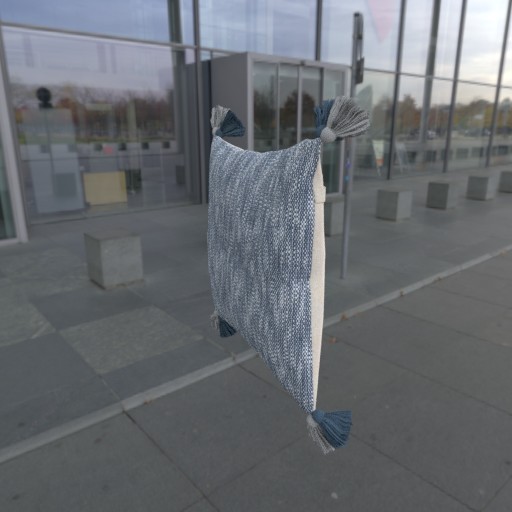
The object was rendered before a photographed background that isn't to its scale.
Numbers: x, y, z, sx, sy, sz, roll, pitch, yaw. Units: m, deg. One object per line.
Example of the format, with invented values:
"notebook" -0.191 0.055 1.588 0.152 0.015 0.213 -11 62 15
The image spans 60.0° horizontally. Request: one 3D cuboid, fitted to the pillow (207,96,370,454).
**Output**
"pillow" 0.000 0.000 0.944 0.138 0.634 0.614 -7 18 -24
